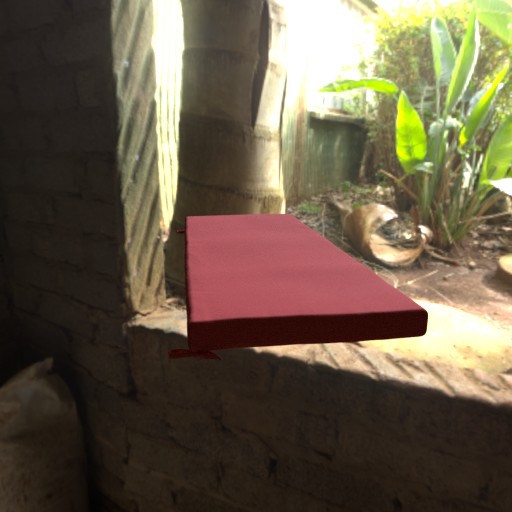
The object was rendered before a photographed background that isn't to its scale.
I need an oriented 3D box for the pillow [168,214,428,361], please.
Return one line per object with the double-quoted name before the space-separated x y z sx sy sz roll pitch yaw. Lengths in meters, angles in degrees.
"pillow" 0.000 0.000 1.347 0.492 0.081 1.187 -2 15 -9
